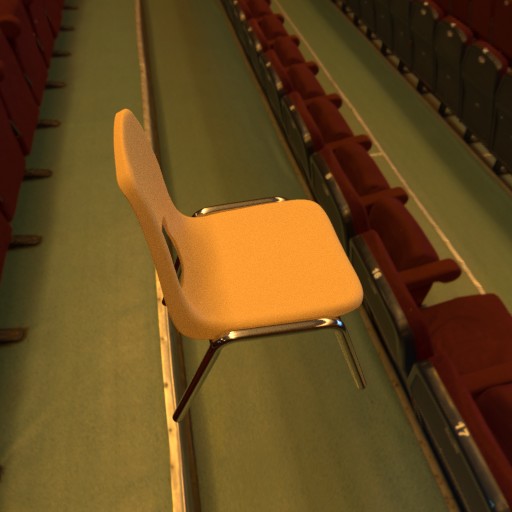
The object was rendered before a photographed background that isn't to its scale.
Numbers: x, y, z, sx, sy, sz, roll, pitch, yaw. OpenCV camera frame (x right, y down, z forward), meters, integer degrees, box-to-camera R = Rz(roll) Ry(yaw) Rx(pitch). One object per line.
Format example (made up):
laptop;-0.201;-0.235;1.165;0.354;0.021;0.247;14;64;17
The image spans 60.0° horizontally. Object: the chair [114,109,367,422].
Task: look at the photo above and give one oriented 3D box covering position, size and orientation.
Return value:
chair;0.000;0.000;0.848;0.423;0.586;0.354;-9;47;-8
